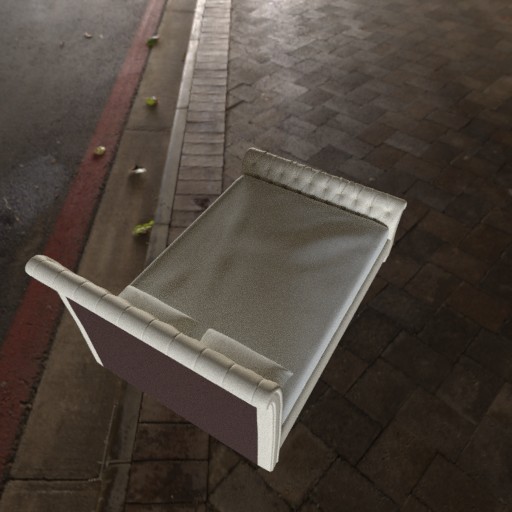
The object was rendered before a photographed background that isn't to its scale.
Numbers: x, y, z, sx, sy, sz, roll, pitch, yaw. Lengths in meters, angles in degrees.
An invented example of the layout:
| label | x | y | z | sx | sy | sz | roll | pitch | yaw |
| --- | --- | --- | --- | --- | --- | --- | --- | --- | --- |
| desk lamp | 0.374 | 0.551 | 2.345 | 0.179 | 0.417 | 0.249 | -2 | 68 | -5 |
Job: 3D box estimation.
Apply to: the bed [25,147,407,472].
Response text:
| label | x | y | z | sx | sy | sz | roll | pitch | yaw |
| --- | --- | --- | --- | --- | --- | --- | --- | --- | --- |
| bed | 0.000 | 0.000 | 3.414 | 1.606 | 1.268 | 2.493 | 24 | 52 | 21 |
